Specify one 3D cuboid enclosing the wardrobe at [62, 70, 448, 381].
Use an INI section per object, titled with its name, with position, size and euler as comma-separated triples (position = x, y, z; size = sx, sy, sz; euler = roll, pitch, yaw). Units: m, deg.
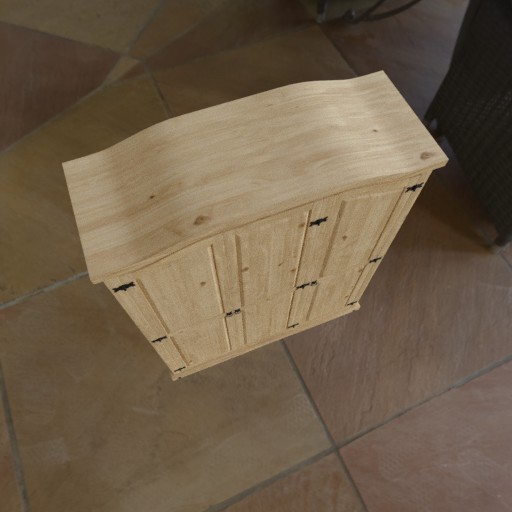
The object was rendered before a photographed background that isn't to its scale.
[wardrobe]
position = 0.000, 0.000, 2.602
size = 1.500, 1.870, 0.570
euler = -19, 65, -10
